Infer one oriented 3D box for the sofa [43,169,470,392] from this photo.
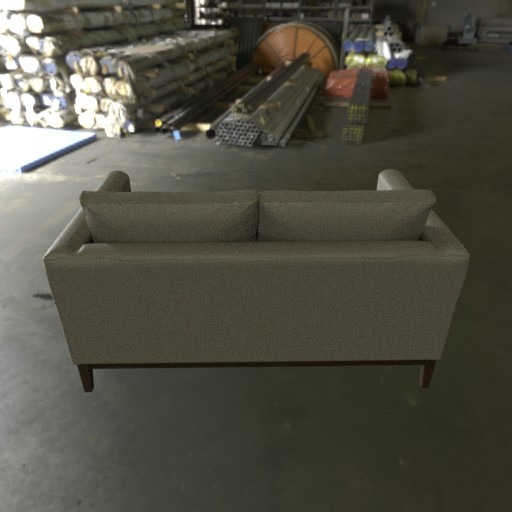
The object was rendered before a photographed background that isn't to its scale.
[{"bbox_3d":[0.000,0.000,2.116,1.598,0.873,0.899,0,30,-1],"label":"sofa"}]
